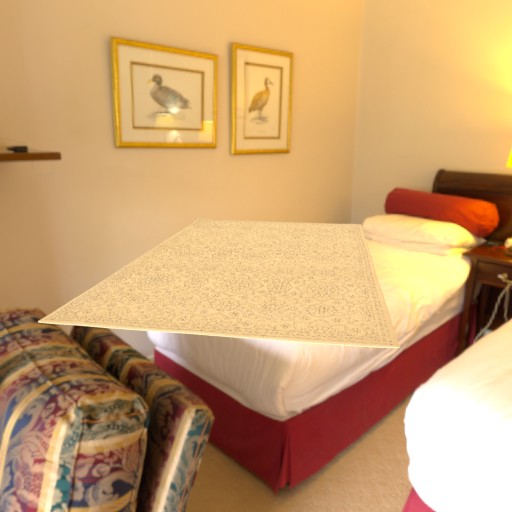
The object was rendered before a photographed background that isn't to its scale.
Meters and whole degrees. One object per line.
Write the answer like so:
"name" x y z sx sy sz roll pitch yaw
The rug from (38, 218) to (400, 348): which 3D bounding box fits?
"rug" 0.000 0.000 2.948 1.518 0.023 2.434 3 16 9
